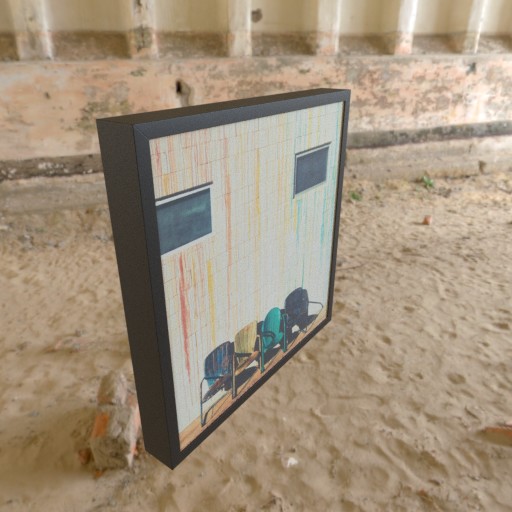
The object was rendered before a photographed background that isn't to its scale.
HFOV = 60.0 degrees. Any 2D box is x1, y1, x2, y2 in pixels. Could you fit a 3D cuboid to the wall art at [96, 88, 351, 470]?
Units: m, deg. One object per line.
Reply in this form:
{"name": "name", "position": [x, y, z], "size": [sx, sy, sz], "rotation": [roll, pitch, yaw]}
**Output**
{"name": "wall art", "position": [0.000, 0.000, 0.456], "size": [0.038, 0.304, 0.304], "rotation": [18, 30, 33]}
